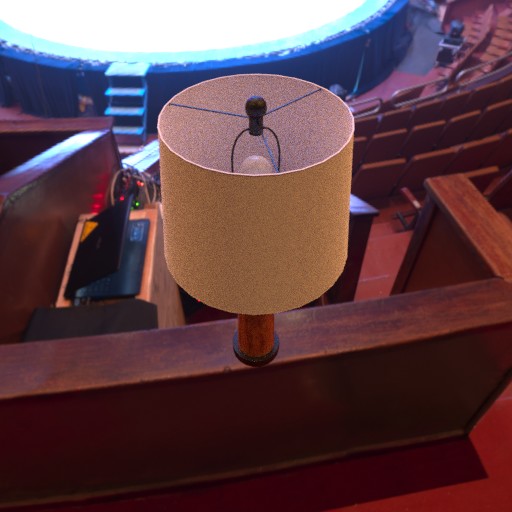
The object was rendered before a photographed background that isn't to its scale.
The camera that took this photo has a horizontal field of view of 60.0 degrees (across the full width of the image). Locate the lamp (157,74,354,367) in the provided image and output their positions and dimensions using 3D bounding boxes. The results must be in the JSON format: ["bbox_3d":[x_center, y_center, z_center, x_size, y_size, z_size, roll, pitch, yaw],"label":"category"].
[{"bbox_3d":[0.000,0.000,0.881,0.349,0.667,0.349,0,46,0],"label":"lamp"}]
